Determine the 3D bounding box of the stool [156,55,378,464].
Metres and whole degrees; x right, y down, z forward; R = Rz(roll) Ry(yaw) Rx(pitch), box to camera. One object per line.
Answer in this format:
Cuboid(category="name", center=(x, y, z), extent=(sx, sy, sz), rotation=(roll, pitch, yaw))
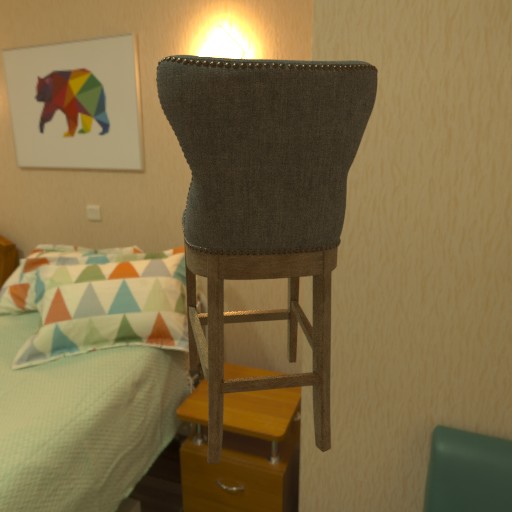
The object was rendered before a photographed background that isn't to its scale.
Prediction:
Cuboid(category="stool", center=(0.000, 0.000, 1.276), extent=(0.498, 0.981, 0.608), rotation=(-2, 14, -9))
